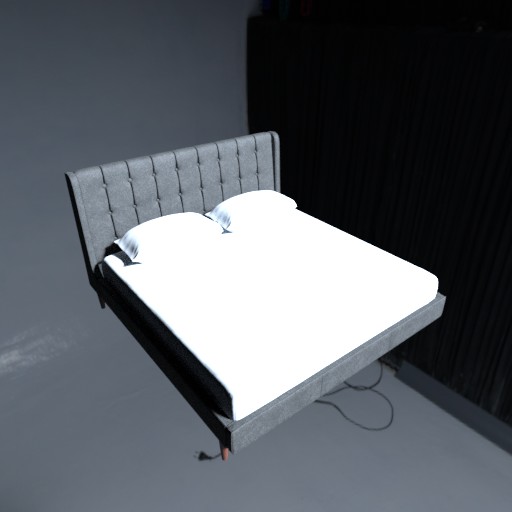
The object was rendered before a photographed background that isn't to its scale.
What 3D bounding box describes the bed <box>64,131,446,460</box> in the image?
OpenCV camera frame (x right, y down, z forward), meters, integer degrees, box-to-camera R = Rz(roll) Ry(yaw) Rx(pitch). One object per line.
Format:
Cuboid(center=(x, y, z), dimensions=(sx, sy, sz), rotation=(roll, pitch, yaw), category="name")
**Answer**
Cuboid(center=(0.000, 0.000, 2.626), dimensions=(1.531, 0.933, 1.638), rotation=(-21, 36, -32), category="bed")
